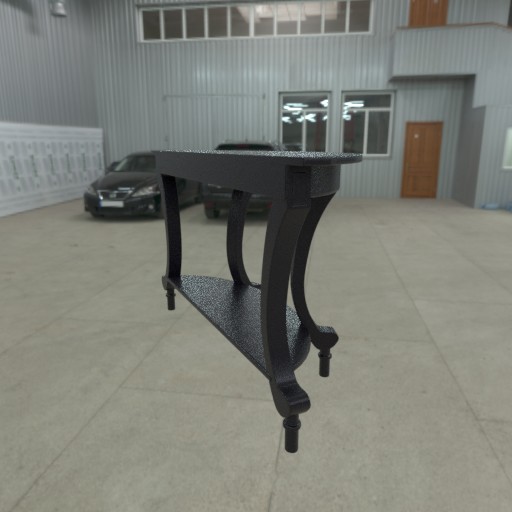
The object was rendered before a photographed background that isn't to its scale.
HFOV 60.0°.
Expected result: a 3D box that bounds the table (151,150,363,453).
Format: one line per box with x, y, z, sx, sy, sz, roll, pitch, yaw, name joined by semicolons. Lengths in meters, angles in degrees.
0.000;0.000;1.515;0.394;0.692;1.198;-7;16;-25;table
